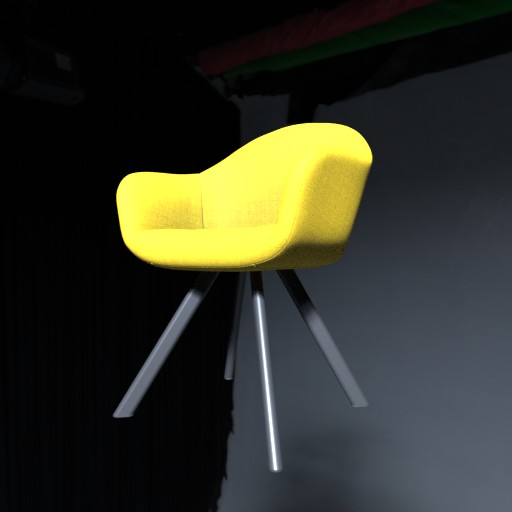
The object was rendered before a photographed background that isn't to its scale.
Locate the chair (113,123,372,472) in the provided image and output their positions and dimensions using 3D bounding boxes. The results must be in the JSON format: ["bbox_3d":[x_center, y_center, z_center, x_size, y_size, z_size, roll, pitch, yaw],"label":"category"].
[{"bbox_3d":[0.000,0.000,1.180,0.590,0.795,0.550,0,1,36],"label":"chair"}]
